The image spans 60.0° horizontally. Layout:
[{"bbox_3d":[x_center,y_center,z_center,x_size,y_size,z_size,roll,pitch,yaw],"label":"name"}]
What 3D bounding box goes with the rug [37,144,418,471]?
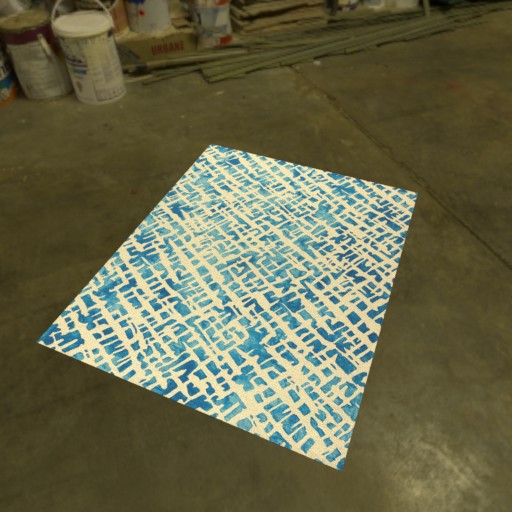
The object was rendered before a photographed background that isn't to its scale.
[{"bbox_3d":[0.000,0.000,4.049,2.435,0.007,3.007,17,49,16],"label":"rug"}]
